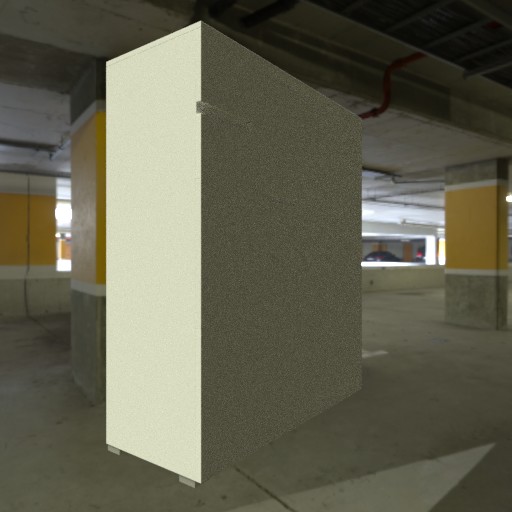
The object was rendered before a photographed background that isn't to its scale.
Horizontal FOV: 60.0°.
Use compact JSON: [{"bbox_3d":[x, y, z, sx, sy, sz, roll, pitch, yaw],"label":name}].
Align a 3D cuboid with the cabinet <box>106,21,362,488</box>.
[{"bbox_3d":[0.000,0.000,1.641,0.400,1.190,1.000,0,0,37],"label":"cabinet"}]
